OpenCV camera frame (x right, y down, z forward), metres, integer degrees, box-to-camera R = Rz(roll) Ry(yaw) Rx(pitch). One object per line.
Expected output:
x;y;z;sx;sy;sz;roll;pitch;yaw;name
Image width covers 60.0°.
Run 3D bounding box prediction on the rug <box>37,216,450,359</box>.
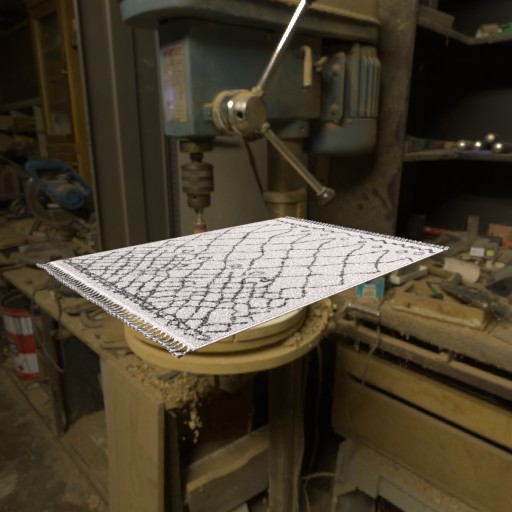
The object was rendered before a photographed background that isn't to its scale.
0.000;0.000;2.997;2.312;0.017;1.613;-15;22;-41;rug
